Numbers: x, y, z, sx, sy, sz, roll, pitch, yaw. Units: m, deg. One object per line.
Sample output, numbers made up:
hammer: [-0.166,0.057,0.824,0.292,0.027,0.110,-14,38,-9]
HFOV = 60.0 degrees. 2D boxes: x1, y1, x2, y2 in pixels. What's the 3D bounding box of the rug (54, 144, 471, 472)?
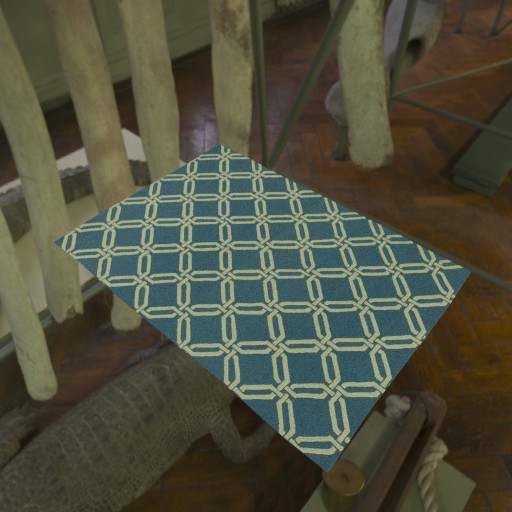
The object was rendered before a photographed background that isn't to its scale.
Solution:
rug: [0.000,0.000,2.748,2.135,0.013,1.524,32,54,27]
